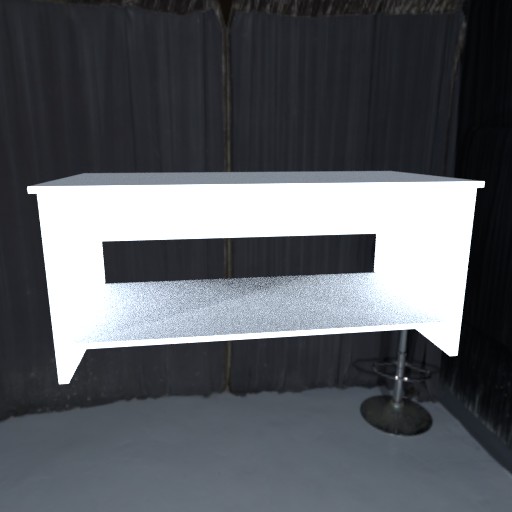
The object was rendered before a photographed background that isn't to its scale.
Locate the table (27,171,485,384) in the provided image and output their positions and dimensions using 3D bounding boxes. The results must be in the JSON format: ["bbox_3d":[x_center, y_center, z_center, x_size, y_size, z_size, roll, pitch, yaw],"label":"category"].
[{"bbox_3d":[0.000,0.000,1.250,1.000,0.441,0.500,-2,14,-8],"label":"table"}]
